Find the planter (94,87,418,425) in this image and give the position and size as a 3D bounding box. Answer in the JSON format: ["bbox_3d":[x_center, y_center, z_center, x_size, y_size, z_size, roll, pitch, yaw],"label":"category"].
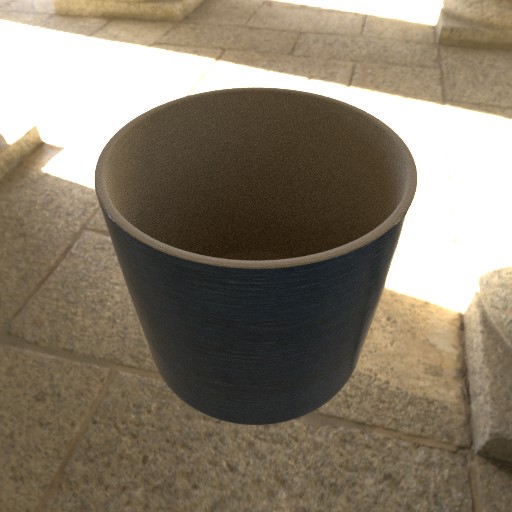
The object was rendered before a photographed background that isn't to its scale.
[{"bbox_3d":[0.000,0.000,0.383,0.221,0.201,0.221,0,45,0],"label":"planter"}]
